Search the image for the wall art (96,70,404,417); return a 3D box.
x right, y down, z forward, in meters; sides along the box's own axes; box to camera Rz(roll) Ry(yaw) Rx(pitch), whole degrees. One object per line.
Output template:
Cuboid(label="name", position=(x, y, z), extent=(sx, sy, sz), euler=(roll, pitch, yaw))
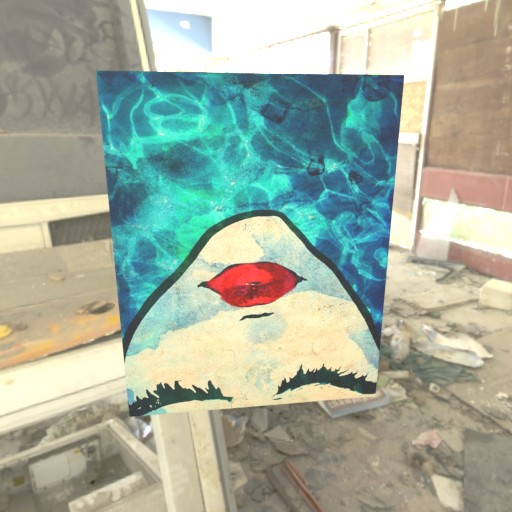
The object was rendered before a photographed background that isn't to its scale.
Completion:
Cuboid(label="wall art", position=(0.000, 0.000, 0.995), extent=(0.609, 0.760, 0.038), euler=(-2, 17, -7))
